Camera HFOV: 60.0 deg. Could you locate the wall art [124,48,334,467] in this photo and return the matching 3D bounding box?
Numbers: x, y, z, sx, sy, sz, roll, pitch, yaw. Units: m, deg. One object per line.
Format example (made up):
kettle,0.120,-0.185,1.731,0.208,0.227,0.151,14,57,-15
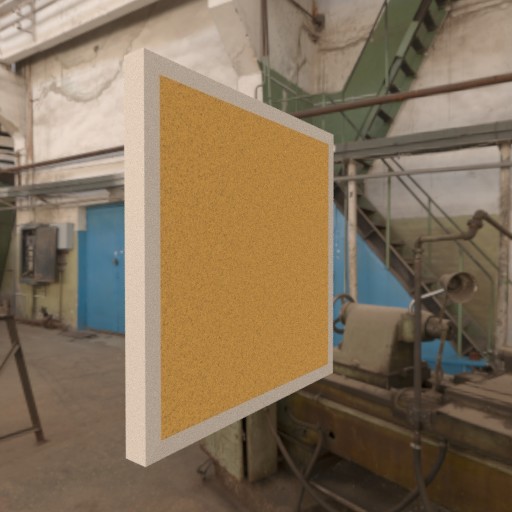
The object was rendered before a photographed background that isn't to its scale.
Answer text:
wall art,0.000,0.000,1.912,0.098,1.291,1.289,1,1,36
